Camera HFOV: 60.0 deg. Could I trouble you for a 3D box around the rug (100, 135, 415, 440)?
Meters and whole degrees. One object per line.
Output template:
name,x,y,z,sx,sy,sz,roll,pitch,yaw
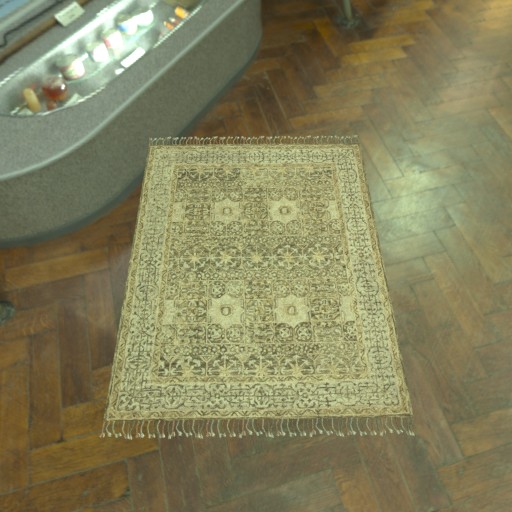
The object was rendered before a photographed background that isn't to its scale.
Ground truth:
rug,0.000,0.000,4.267,2.431,0.017,3.291,-1,58,0
